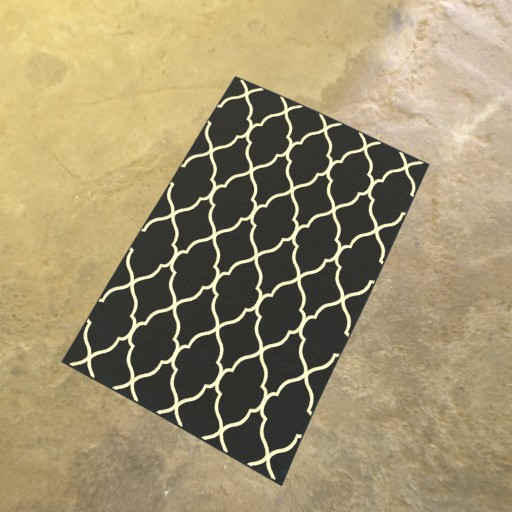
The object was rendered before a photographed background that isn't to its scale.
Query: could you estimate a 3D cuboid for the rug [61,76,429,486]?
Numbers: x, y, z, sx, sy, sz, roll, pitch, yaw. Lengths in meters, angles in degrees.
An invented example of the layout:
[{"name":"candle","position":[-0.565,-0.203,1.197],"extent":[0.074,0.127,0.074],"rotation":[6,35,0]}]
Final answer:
[{"name":"rug","position":[0.000,0.000,2.891],"extent":[1.528,0.014,2.294],"rotation":[27,77,7]}]
